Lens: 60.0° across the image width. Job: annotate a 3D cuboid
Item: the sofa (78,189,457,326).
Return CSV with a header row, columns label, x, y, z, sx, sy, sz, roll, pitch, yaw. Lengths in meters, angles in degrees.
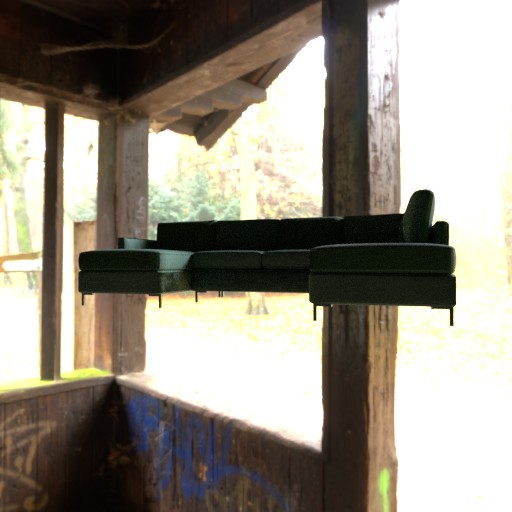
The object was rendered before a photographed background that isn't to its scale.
label,x,y,z,sx,sy,sz,roll,pitch,yaw
sofa,0.000,0.000,4.413,3.434,0.992,2.055,0,-1,17
